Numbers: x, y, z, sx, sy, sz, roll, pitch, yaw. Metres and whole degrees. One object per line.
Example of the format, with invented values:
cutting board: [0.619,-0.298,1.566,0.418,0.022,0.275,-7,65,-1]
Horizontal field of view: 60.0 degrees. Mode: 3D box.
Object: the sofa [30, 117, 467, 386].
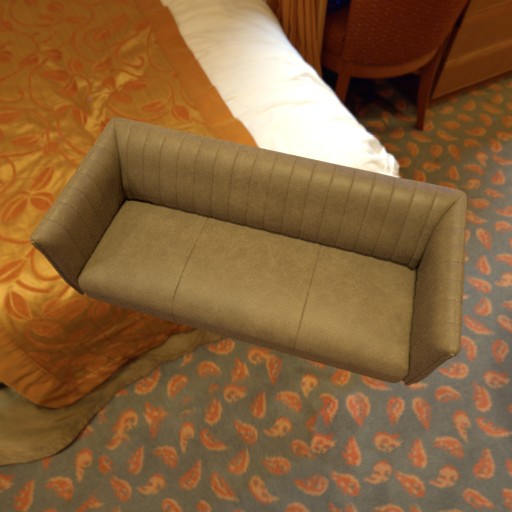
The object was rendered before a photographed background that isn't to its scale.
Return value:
sofa: [0.000,0.000,2.402,1.980,0.779,0.876,14,60,8]
